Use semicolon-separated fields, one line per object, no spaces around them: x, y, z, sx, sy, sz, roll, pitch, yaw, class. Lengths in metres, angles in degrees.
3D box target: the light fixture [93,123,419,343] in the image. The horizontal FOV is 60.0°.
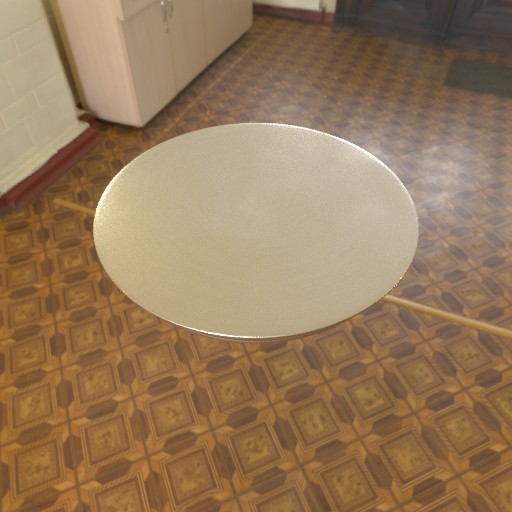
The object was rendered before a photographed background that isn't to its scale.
0.000;0.000;0.441;0.280;0.135;0.280;0;46;0;light fixture
